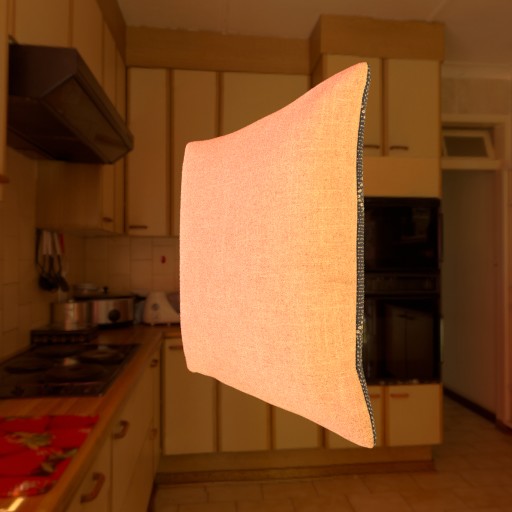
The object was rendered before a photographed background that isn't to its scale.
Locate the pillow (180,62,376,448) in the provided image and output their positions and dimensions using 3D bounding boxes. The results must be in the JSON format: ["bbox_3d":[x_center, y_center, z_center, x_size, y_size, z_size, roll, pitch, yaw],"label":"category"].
[{"bbox_3d":[0.000,0.000,0.664,0.148,0.428,0.435,0,0,-36],"label":"pillow"}]
